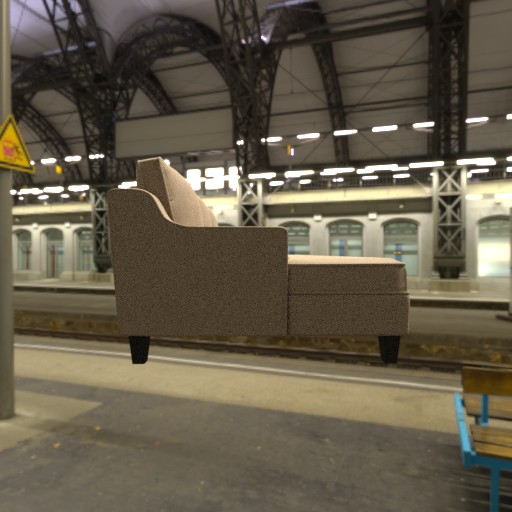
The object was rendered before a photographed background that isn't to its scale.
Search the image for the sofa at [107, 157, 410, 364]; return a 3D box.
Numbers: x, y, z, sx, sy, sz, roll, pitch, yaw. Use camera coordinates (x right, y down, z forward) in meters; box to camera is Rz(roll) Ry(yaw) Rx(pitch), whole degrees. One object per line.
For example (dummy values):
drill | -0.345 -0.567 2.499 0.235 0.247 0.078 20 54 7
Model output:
sofa | 0.000 0.000 3.134 1.294 0.928 2.561 0 0 -1
